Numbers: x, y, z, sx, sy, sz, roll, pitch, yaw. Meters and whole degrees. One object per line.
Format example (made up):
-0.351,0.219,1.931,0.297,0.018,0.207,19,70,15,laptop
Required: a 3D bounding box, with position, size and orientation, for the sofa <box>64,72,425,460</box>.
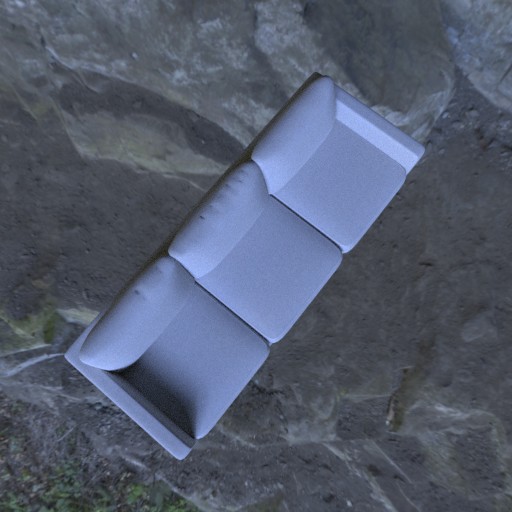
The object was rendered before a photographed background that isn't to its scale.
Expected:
0.000,0.000,2.691,0.859,0.874,2.218,38,80,8,sofa
